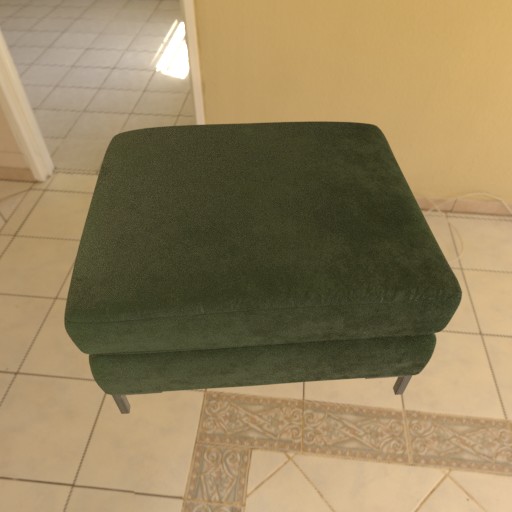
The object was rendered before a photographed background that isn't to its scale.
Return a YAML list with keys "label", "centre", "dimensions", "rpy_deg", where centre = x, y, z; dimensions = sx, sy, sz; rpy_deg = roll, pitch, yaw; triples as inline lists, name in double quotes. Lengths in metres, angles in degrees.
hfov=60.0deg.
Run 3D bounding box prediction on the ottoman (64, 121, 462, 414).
- label: "ottoman"
  centre: [0.000, 0.000, 1.284]
  dimensions: [0.839, 0.538, 0.701]
  rpy_deg: [-3, 47, -3]
